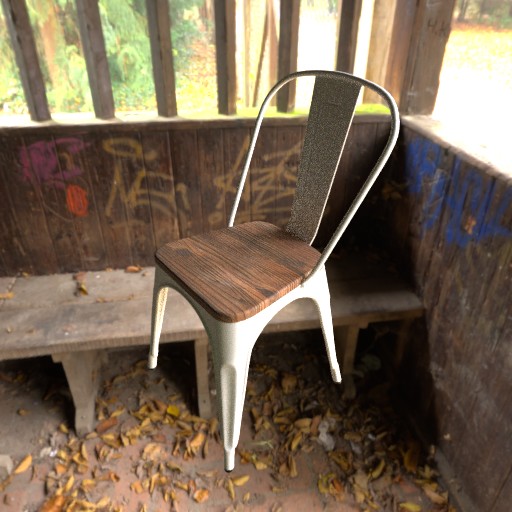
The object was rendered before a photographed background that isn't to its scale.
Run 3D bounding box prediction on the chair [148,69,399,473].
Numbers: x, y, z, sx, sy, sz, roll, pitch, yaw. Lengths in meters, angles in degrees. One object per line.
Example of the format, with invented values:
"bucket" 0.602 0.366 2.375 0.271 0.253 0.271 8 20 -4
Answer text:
"chair" 0.000 0.000 1.157 0.521 0.851 0.452 -22 38 -31
